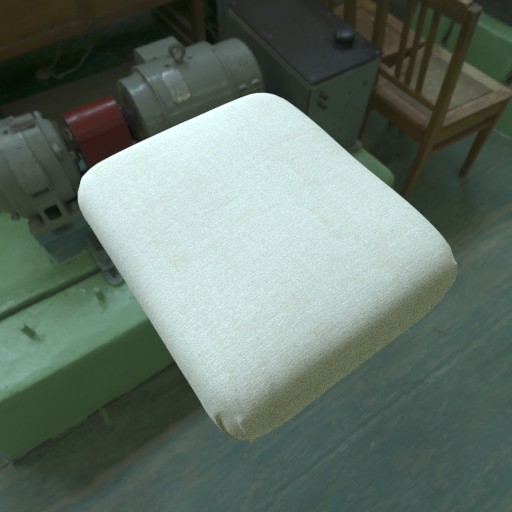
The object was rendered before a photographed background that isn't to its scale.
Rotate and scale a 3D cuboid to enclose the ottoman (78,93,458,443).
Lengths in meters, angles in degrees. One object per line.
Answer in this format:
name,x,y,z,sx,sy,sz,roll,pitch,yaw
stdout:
ottoman,0.000,0.000,1.126,0.622,0.450,0.747,-31,62,-18
